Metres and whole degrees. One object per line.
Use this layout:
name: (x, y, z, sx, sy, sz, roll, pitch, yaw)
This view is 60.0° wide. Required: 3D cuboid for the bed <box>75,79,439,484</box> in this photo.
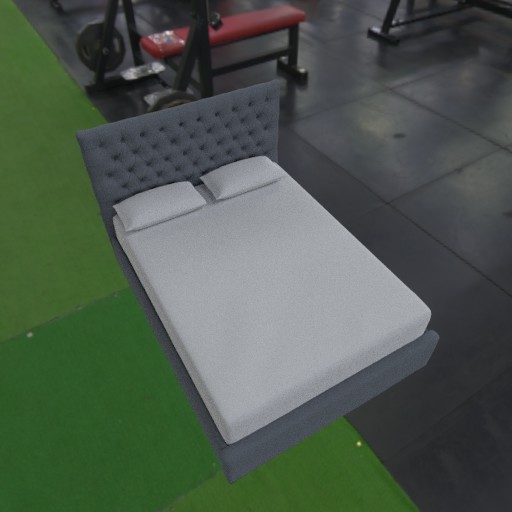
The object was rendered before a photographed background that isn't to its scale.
bed: (0.000, 0.000, 3.253, 1.698, 1.427, 2.231, -23, 50, -20)
